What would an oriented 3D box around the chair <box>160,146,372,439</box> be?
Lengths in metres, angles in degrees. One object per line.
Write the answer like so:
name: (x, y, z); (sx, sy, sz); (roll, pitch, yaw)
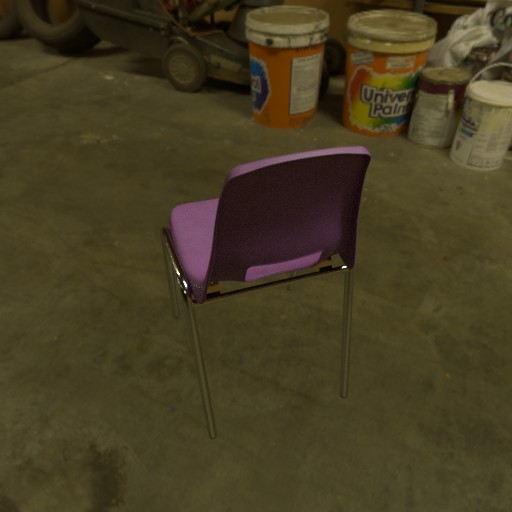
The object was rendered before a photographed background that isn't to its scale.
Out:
chair: (0.000, 0.000, 0.979); (0.381, 0.704, 0.432); (-12, 42, -14)
